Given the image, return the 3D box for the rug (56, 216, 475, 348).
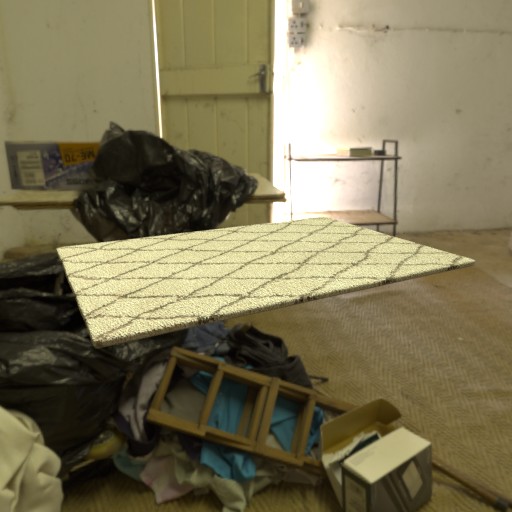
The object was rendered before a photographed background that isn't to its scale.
[{"bbox_3d":[0.000,0.000,2.264,1.778,0.030,1.219,-9,19,-27],"label":"rug"}]
